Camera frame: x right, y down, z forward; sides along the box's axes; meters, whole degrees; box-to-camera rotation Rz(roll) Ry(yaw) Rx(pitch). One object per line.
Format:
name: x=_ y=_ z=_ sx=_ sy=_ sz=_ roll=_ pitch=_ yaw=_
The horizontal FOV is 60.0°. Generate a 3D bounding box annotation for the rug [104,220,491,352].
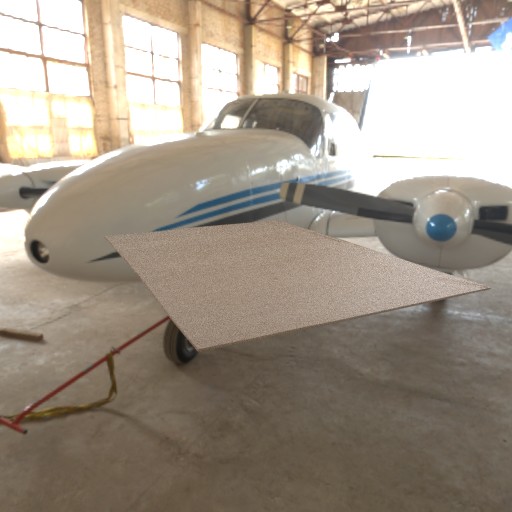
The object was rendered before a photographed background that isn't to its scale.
rug: x=0.000 y=0.000 z=3.705 sx=2.032 sy=0.038 sz=2.869 roll=-7 pitch=16 yaw=-26
